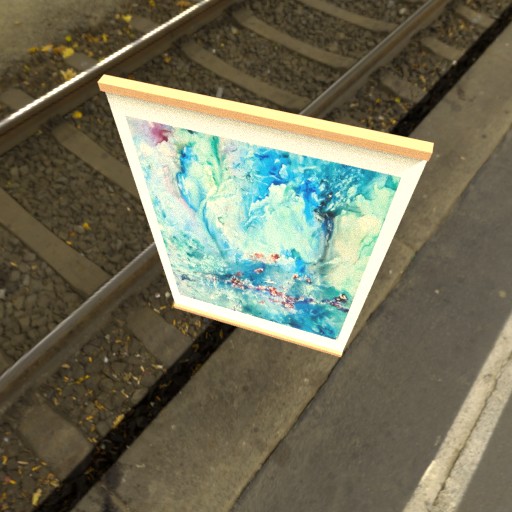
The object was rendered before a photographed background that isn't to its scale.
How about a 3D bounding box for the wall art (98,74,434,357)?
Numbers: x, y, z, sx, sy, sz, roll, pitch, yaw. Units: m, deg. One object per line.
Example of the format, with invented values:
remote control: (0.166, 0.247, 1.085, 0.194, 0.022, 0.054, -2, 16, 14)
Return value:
wall art: (0.000, 0.000, 1.281, 0.669, 1.020, 0.027, 15, 58, 10)
